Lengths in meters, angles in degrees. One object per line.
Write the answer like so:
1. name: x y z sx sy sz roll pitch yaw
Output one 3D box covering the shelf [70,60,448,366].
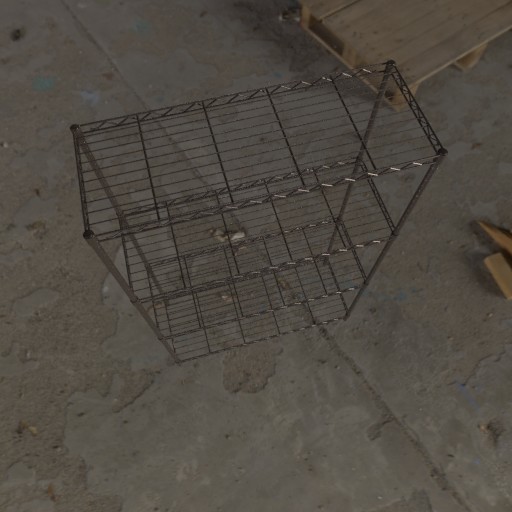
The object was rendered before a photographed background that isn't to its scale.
1. shelf: 0.000 0.000 1.738 0.907 1.361 0.352 -14 65 -7
